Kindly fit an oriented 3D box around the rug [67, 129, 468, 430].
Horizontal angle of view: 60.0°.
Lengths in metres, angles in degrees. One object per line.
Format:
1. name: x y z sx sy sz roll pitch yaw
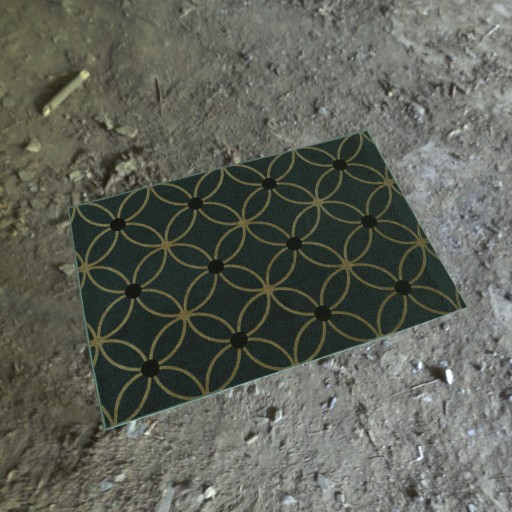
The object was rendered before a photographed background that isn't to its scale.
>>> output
1. rug: 0.000 0.000 2.912 2.284 0.008 1.522 -16 65 -8
